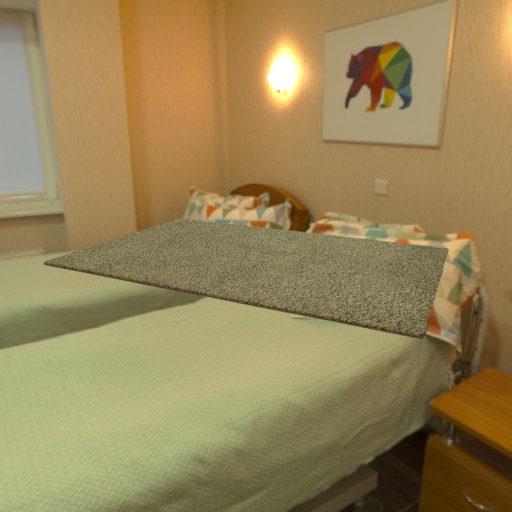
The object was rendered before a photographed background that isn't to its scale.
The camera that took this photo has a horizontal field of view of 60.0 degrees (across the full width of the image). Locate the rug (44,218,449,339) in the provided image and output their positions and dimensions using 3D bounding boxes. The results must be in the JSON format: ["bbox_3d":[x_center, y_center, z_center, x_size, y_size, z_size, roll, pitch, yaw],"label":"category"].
[{"bbox_3d":[0.000,0.000,3.547,2.743,0.030,1.778,8,19,25],"label":"rug"}]
